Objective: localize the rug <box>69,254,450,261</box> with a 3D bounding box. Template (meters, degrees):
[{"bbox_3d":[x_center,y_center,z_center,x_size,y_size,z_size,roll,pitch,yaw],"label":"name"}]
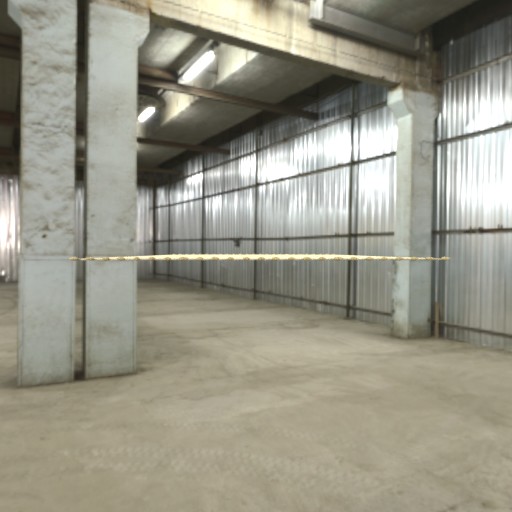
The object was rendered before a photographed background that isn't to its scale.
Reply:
[{"bbox_3d":[0.000,0.000,2.990,1.540,0.018,2.435,0,1,-1],"label":"rug"}]
